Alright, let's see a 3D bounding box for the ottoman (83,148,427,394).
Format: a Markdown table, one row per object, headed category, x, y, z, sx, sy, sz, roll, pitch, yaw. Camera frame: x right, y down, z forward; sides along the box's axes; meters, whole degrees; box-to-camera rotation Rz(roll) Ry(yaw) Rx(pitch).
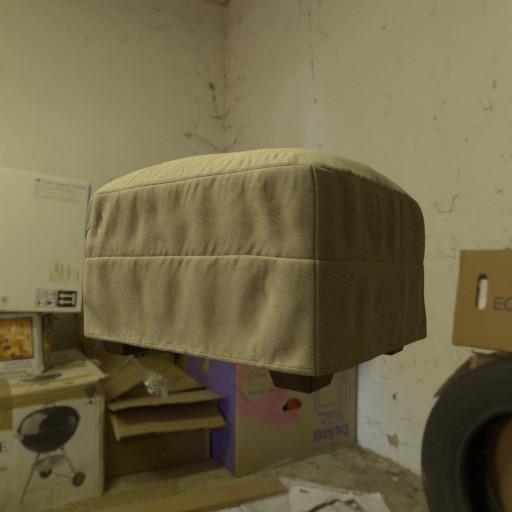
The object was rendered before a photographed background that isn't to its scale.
| category | x | y | z | sx | sy | sz | roll | pitch | yaw |
| --- | --- | --- | --- | --- | --- | --- | --- | --- | --- |
| ottoman | 0.000 | 0.000 | 1.114 | 0.712 | 0.480 | 0.584 | -1 | -1 | 37 |
